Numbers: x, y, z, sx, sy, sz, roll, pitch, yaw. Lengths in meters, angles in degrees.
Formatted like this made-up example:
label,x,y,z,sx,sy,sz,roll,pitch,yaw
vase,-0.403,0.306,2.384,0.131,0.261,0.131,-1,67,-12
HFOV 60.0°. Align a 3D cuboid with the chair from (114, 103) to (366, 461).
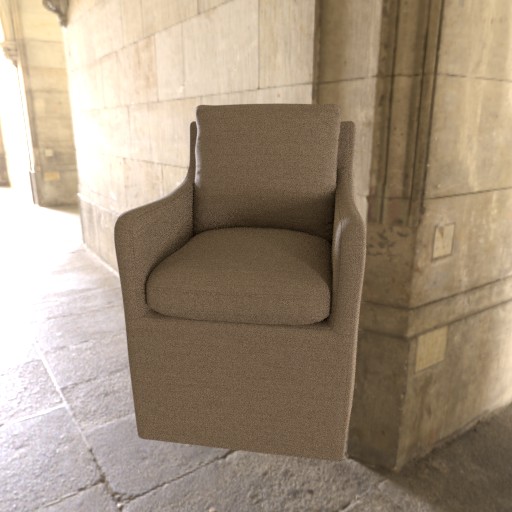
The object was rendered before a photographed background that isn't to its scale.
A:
label,x,y,z,sx,sy,sz,roll,pitch,yaw
chair,0.000,0.000,1.375,0.626,0.914,0.694,3,16,9
